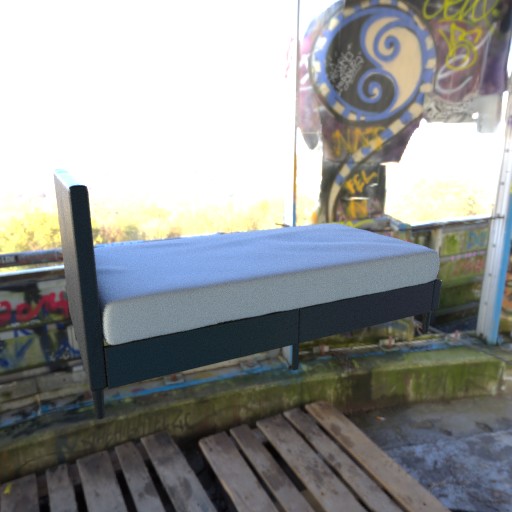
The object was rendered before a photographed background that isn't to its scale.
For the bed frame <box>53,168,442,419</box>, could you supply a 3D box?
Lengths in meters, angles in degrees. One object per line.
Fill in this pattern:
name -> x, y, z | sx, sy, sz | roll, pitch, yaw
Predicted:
bed frame -> 0.000, 0.000, 2.555 | 2.152, 1.046, 1.038 | -8, 17, -26
